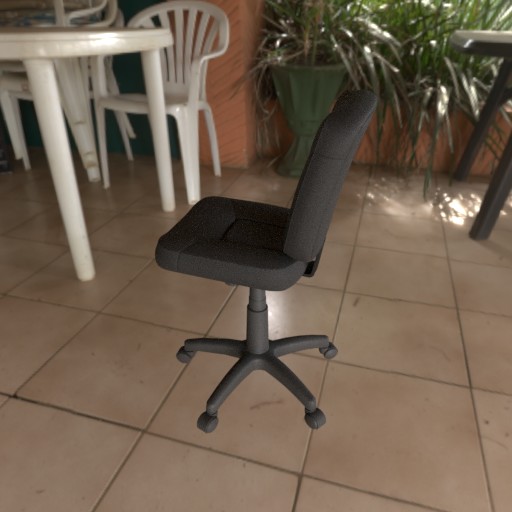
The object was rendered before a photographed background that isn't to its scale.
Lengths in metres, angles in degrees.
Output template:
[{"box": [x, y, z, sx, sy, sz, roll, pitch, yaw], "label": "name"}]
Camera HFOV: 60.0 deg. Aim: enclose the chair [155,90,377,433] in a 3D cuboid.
[{"box": [0.000, 0.000, 1.373, 0.610, 0.972, 0.610, 8, 30, 14], "label": "chair"}]
